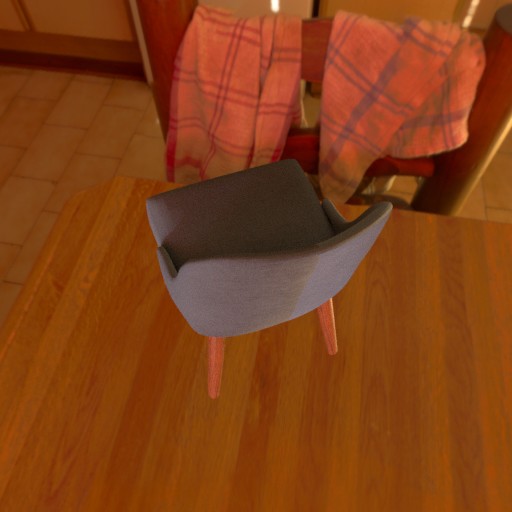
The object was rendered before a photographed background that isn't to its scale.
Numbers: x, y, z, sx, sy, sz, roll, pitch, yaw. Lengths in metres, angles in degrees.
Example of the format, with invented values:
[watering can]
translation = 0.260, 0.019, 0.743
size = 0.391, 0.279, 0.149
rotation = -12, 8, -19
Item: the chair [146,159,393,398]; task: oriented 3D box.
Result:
[chair]
translation = 0.000, 0.000, 1.202
size = 0.503, 0.882, 0.589
rotation = -17, 59, -11
